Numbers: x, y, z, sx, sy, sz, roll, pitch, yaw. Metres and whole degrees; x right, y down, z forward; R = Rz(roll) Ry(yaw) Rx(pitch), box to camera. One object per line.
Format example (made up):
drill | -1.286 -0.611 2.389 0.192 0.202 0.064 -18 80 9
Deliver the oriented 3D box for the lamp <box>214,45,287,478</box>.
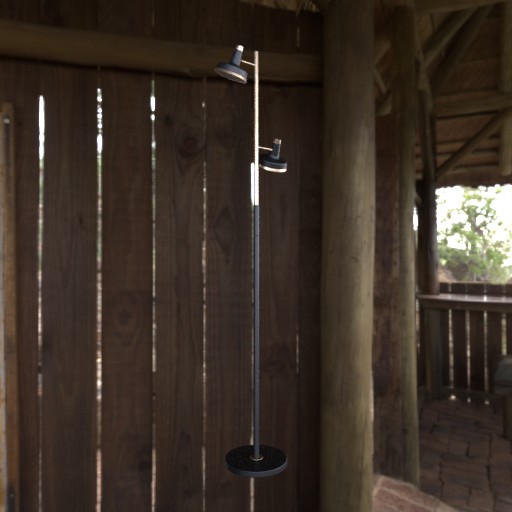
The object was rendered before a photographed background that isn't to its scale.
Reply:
lamp | 0.000 0.000 1.806 0.351 1.674 0.253 1 -1 -36
